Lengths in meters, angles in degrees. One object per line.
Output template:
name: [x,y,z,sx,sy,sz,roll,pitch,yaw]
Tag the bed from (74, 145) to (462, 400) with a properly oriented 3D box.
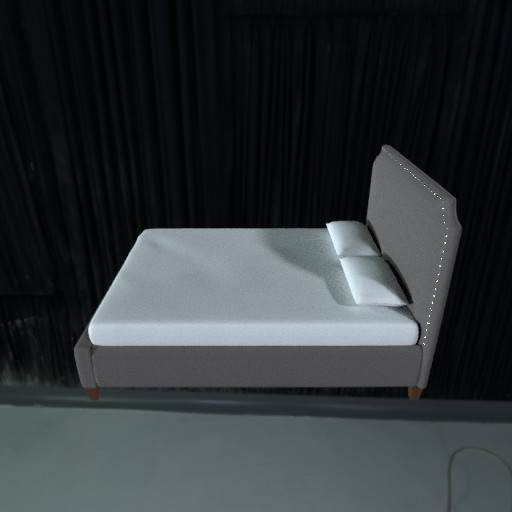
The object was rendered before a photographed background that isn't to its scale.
bed: [0.000,0.000,3.495,2.372,1.443,1.713,0,26,0]
